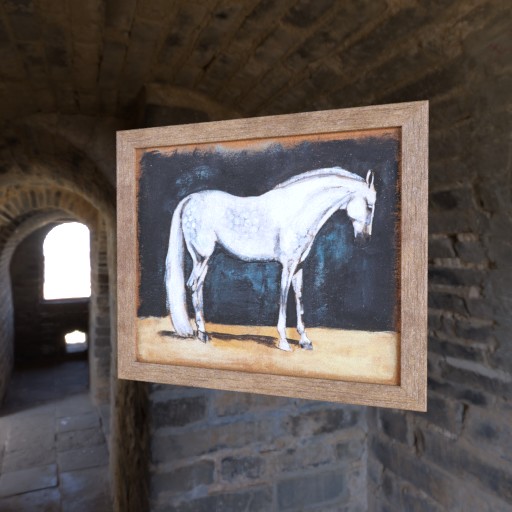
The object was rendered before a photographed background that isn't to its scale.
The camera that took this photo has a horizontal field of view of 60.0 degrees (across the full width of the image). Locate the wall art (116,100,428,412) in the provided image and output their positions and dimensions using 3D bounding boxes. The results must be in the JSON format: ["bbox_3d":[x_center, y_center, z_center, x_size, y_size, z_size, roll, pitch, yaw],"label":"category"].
[{"bbox_3d":[0.000,0.000,0.956,0.690,0.588,0.026,0,1,19],"label":"wall art"}]
